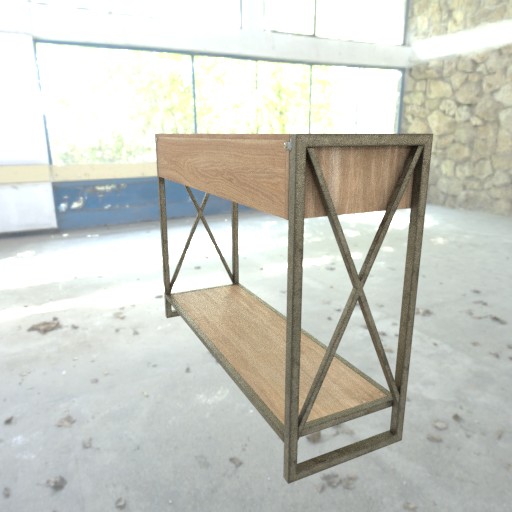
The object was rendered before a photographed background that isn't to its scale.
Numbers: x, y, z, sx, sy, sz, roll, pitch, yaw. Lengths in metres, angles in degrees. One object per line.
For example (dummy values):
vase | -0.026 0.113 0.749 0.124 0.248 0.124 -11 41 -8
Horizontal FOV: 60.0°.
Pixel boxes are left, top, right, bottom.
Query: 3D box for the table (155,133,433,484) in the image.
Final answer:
table | 0.000 0.000 1.432 0.361 0.763 1.059 -7 17 -25
